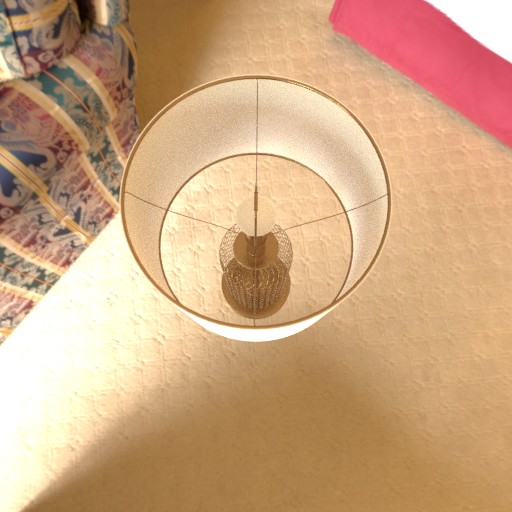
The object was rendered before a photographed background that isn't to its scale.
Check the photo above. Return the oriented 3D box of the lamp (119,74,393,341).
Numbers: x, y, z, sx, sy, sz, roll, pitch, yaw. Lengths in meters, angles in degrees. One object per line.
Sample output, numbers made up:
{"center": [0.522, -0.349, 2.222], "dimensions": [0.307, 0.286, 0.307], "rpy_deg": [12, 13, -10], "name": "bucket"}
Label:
{"center": [0.000, 0.000, 0.643], "dimensions": [0.252, 0.483, 0.252], "rpy_deg": [1, 76, 0], "name": "lamp"}
